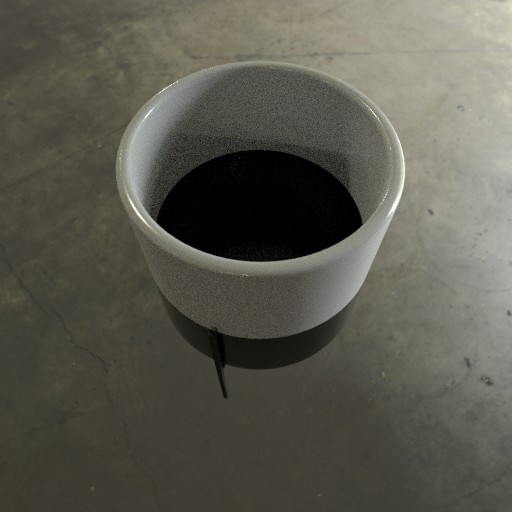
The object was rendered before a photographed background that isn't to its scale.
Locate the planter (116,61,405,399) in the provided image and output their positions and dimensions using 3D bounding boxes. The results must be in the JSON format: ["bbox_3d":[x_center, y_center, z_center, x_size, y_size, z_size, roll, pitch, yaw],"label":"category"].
[{"bbox_3d":[0.000,0.000,0.646,0.310,0.432,0.310,31,64,17],"label":"planter"}]
